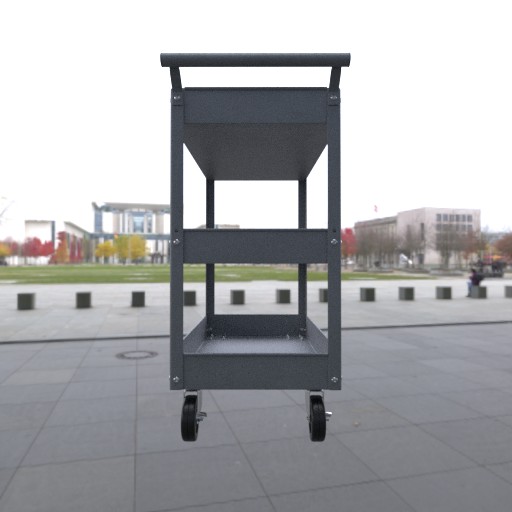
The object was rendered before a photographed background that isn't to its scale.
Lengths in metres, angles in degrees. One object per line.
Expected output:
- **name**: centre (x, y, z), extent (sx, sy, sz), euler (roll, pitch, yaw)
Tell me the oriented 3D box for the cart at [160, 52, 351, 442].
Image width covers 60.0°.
- **cart**: centre (0.000, 0.000, 1.202), extent (0.366, 0.780, 0.719), euler (0, -1, 0)
